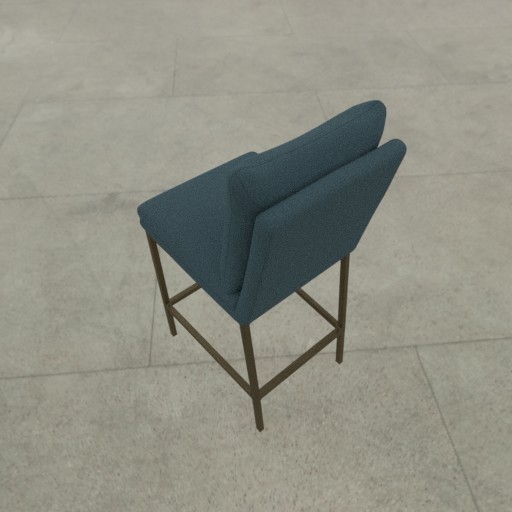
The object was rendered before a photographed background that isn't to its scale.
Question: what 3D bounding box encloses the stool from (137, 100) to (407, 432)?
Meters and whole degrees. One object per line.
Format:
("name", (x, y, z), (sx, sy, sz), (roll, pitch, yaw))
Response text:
("stool", (0.000, 0.000, 1.366), (0.463, 1.032, 0.568), (-32, 54, -27))
